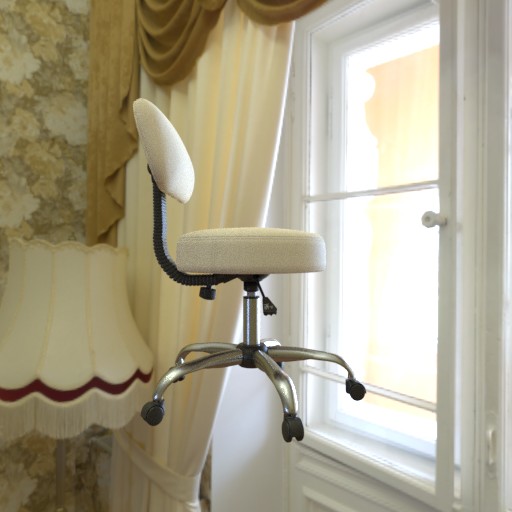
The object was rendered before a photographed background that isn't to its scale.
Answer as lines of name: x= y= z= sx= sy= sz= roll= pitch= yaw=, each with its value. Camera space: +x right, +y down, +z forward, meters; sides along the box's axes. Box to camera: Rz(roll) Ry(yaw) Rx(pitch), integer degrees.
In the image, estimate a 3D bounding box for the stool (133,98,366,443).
stool: x=0.000 y=0.000 z=1.248 sx=0.616 sy=0.810 sz=0.609 roll=0 pitch=0 yaw=0
